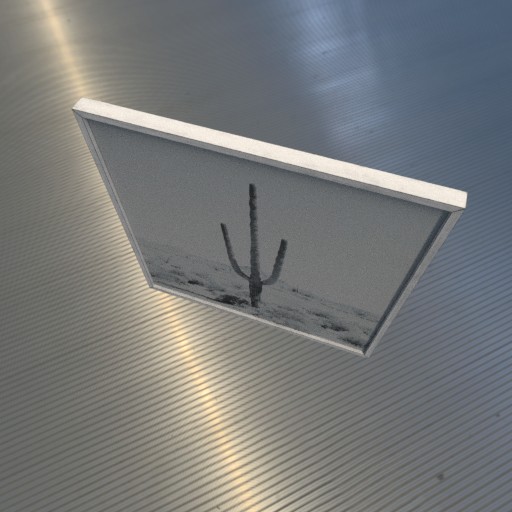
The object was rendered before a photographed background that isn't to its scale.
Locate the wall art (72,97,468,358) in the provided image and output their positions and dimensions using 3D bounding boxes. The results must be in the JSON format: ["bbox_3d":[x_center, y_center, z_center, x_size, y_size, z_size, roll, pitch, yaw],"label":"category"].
[{"bbox_3d":[0.000,0.000,1.146,0.762,0.762,0.038,16,60,10],"label":"wall art"}]
